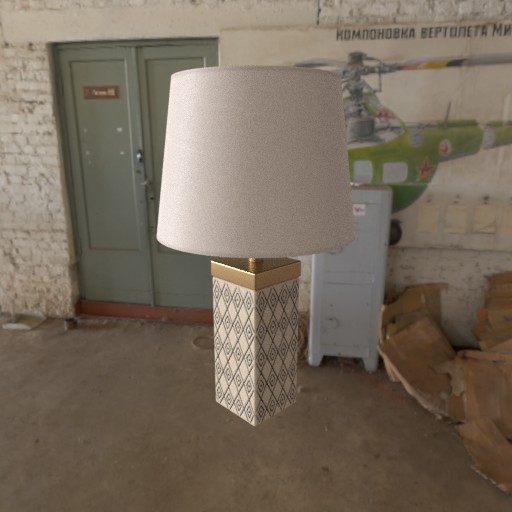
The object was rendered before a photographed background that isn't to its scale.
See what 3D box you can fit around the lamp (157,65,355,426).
[{"bbox_3d":[0.000,0.000,0.581,0.251,0.435,0.251,0,15,0],"label":"lamp"}]
